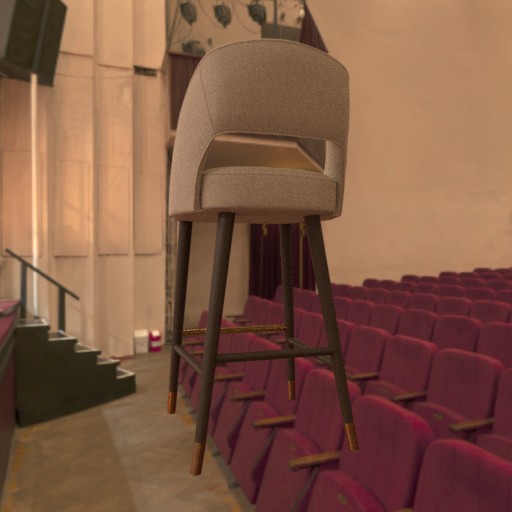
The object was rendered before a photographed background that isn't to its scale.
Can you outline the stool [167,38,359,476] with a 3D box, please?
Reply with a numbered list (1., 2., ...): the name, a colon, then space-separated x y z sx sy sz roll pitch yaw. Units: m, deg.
1. stool: 0.000 0.000 1.298 0.494 1.037 0.509 0 0 -18
